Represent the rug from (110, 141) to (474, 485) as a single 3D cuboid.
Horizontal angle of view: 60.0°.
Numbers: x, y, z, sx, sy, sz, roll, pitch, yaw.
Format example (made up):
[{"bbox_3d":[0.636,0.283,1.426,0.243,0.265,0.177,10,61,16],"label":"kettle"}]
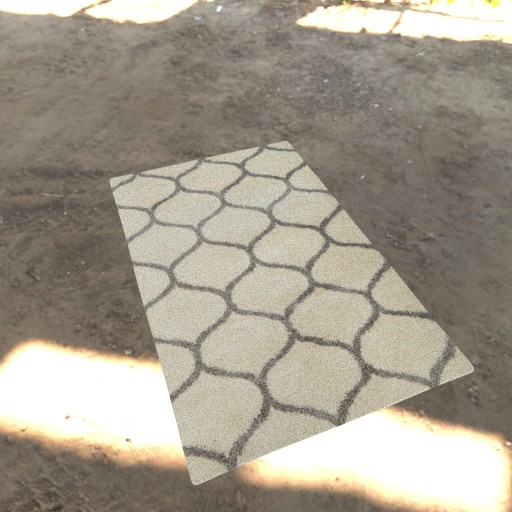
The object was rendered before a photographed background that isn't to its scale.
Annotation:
[{"bbox_3d":[0.000,0.000,2.840,1.501,0.024,2.348,-16,48,-15],"label":"rug"}]
